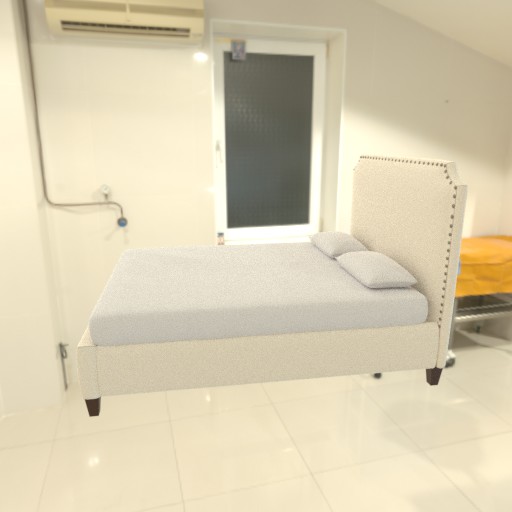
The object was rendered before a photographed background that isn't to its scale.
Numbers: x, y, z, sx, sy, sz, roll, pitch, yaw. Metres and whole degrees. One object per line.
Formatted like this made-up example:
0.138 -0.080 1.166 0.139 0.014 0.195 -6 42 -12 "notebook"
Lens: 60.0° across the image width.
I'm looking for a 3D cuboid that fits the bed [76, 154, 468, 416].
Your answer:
0.000 0.000 3.443 2.372 1.497 1.712 -2 15 -9 "bed"
